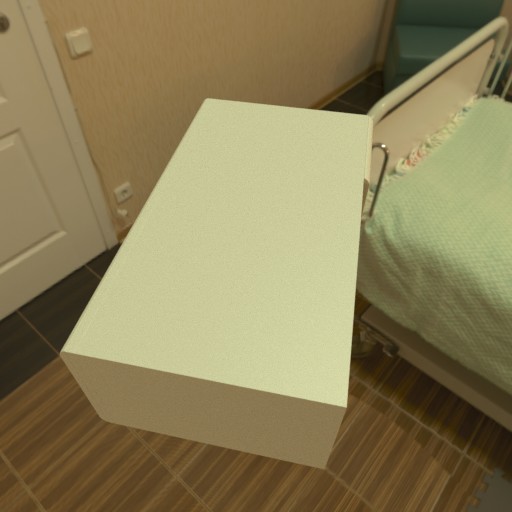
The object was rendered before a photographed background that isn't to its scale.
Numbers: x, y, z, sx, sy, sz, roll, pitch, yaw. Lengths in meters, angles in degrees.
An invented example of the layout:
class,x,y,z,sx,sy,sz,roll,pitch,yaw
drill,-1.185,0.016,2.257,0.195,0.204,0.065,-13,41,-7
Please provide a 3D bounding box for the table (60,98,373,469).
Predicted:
class,x,y,z,sx,sy,sz,roll,pitch,yaw
table,0.000,0.000,1.422,0.639,0.442,1.097,9,48,8
